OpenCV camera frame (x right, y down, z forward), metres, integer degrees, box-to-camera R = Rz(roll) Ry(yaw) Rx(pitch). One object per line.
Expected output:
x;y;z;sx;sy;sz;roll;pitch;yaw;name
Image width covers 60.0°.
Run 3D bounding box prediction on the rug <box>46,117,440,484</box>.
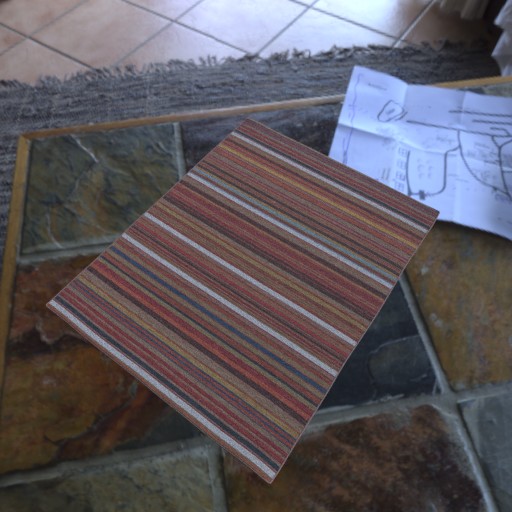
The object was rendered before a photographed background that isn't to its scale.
0.000;0.000;4.271;2.479;0.023;3.092;31;63;18;rug
